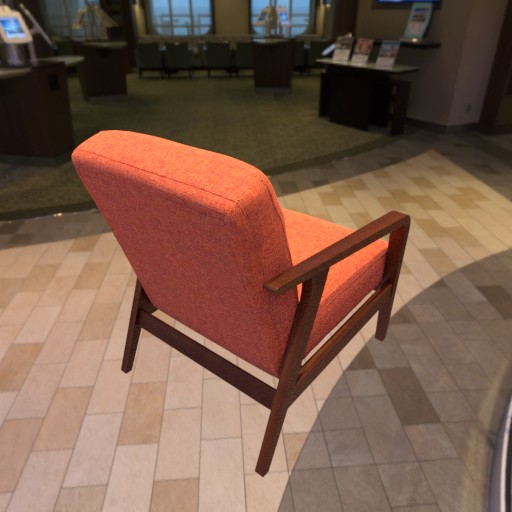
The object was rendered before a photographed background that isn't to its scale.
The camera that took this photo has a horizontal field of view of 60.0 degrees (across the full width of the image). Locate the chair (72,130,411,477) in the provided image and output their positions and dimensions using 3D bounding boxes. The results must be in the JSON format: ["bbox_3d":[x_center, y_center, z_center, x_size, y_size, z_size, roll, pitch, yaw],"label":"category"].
[{"bbox_3d":[0.000,0.000,1.481,0.719,0.890,0.860,22,36,34],"label":"chair"}]
